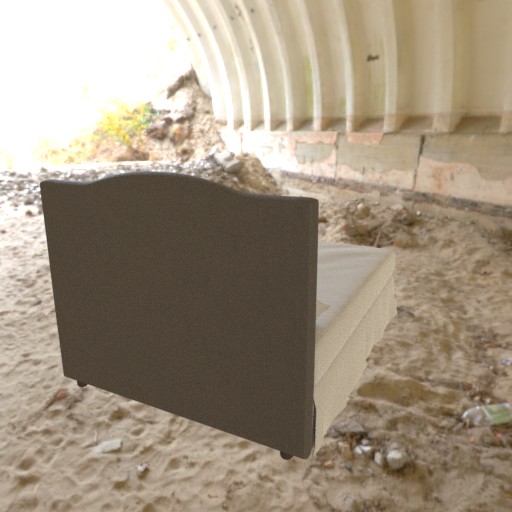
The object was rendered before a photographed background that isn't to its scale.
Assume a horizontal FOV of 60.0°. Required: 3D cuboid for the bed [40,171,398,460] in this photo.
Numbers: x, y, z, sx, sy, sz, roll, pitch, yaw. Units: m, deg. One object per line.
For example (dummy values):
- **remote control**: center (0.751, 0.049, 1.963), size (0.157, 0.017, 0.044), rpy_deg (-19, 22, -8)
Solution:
- **bed**: center (0.000, 0.000, 3.367), size (1.821, 1.436, 2.282), rpy_deg (8, 18, 26)
